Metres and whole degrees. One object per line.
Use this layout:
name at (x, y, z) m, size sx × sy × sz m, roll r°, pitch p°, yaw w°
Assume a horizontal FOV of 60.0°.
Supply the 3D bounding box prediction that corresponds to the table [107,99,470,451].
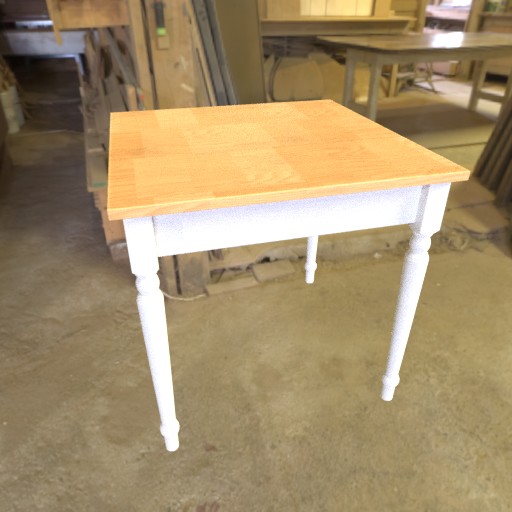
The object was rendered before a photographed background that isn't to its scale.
table at (0.000, 0.000, 1.360) m, size 0.747 × 0.738 × 0.747 m, roll -8°, pitch 32°, yaw -13°
